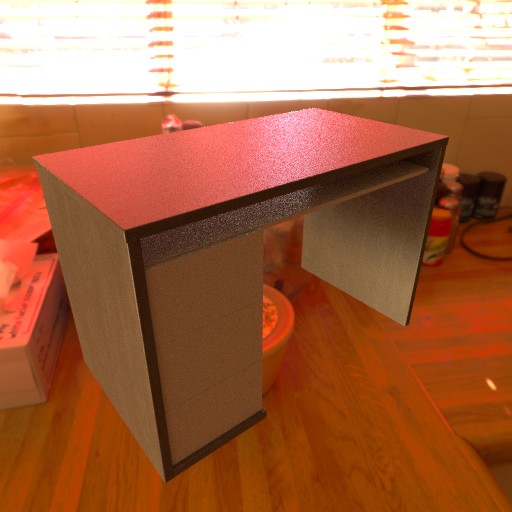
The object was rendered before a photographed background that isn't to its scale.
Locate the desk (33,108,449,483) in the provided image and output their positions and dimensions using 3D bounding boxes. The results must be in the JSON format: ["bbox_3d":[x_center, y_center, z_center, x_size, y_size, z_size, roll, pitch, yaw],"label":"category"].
[{"bbox_3d":[0.000,0.000,1.500,1.100,0.750,0.600,-21,35,-33],"label":"desk"}]
